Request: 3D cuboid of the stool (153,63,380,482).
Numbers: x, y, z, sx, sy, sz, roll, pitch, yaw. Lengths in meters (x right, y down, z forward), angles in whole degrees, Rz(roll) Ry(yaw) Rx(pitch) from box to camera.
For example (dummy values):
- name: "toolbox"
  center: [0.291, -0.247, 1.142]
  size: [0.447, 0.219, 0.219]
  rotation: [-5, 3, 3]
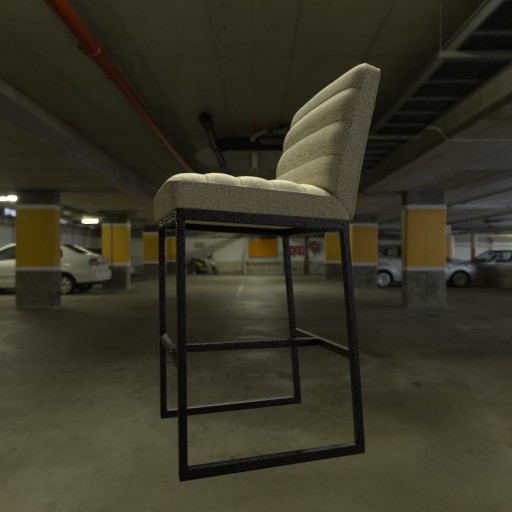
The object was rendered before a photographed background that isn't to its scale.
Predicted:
- name: "stool"
  center: [0.000, 0.000, 1.305]
  size: [0.560, 1.040, 0.460]
  rotation: [0, 0, -18]
